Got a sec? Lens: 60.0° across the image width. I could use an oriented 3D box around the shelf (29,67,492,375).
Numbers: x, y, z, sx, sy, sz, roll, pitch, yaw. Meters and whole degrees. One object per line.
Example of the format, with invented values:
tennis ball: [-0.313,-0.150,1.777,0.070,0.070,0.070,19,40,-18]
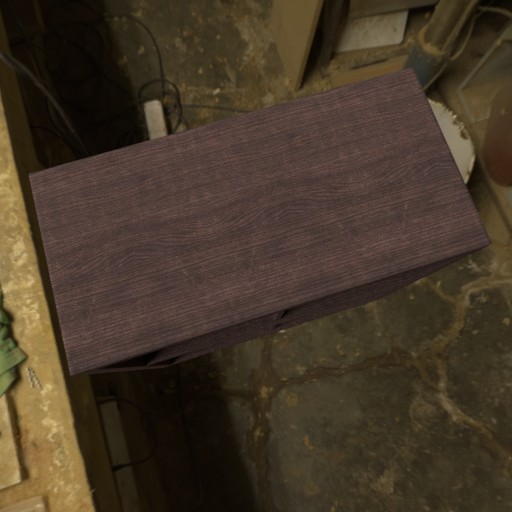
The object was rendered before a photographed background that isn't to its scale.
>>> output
shelf: [0.000,0.000,1.215,0.790,0.786,0.390,-17,77,-4]
